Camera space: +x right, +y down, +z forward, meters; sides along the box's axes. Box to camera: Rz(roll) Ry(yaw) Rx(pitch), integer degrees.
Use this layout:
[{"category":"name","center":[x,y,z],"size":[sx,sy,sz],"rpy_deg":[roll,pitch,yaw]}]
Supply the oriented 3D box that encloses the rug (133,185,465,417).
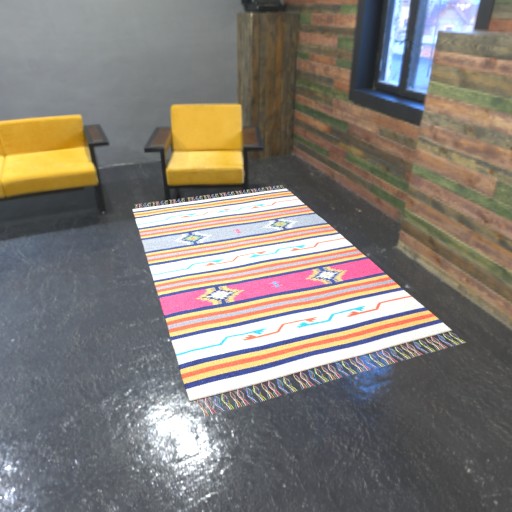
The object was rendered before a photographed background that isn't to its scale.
[{"category":"rug","center":[0.000,0.000,2.318],"size":[1.084,0.013,1.849],"rpy_deg":[-10,31,-17]}]
